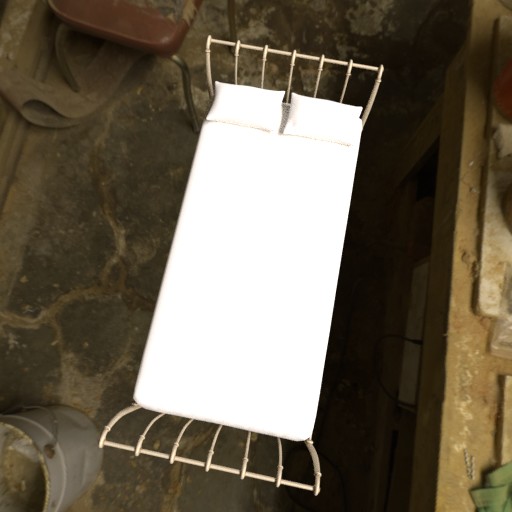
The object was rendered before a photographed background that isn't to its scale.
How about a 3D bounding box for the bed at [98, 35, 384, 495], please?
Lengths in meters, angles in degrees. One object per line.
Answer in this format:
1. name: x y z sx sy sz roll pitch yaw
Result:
1. bed: 0.000 0.000 2.639 1.032 0.873 2.228 11 76 3
